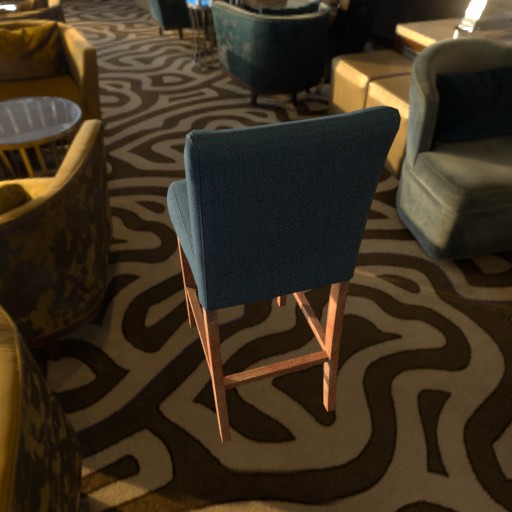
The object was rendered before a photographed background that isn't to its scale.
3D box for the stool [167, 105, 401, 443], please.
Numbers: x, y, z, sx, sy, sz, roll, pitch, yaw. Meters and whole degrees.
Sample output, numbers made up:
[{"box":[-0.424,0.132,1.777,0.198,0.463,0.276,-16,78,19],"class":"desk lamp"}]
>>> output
[{"box":[0.000,0.000,1.365,0.454,1.088,0.574,-12,42,-13],"class":"stool"}]
